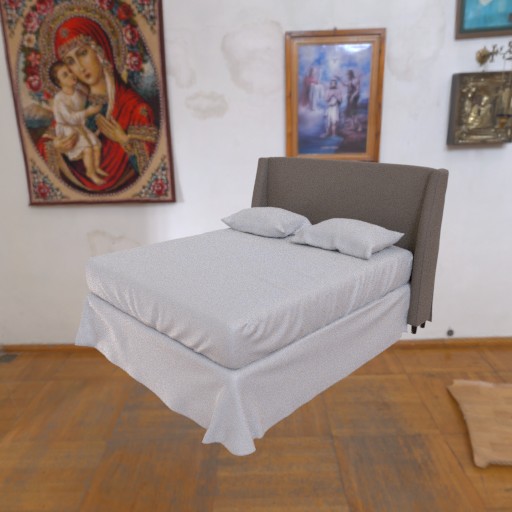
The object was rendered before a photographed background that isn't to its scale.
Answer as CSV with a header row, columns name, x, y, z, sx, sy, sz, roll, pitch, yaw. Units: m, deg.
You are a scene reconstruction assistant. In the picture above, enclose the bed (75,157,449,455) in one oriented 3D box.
name,x,y,z,sx,sy,sz,roll,pitch,yaw
bed,0.000,0.000,3.415,1.925,1.332,2.276,16,23,43
